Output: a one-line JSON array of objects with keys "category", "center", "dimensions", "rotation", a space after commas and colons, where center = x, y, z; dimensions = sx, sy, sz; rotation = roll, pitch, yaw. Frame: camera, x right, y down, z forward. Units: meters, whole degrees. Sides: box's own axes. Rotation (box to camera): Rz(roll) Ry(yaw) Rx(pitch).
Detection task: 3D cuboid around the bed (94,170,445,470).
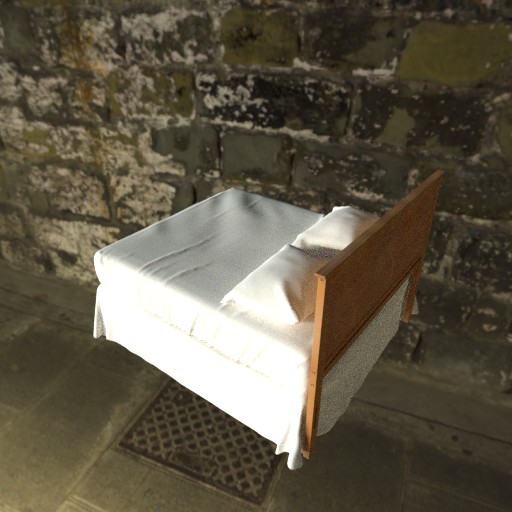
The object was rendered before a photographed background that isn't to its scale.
[{"category": "bed", "center": [0.000, 0.000, 3.296], "dimensions": [2.035, 1.273, 1.870], "rotation": [21, 36, 31]}]
